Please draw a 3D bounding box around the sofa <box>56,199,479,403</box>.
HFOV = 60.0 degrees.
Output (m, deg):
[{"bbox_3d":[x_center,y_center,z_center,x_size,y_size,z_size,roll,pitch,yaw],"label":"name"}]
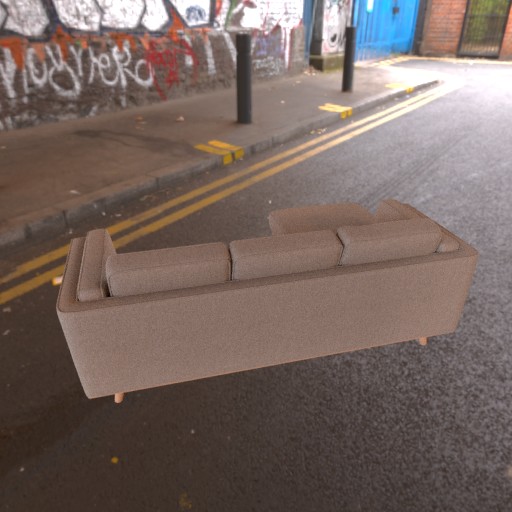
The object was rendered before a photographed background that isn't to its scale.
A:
[{"bbox_3d":[0.000,0.000,3.175,2.411,0.929,1.604,-7,29,-13],"label":"sofa"}]
